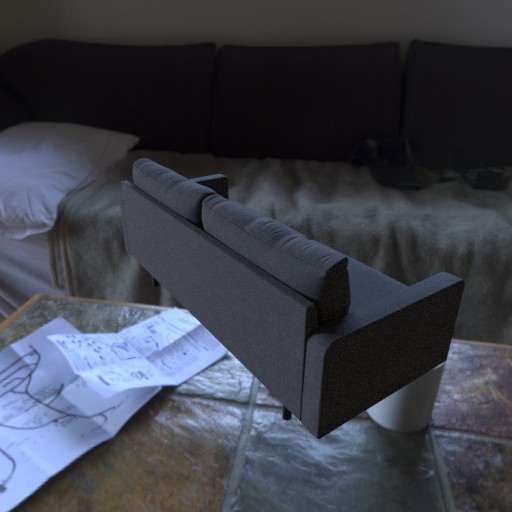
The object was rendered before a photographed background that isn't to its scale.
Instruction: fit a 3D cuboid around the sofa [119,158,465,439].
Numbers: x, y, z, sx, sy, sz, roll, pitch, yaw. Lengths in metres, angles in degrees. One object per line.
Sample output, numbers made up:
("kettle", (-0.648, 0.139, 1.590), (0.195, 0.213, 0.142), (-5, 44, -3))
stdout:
("sofa", (0.000, 0.000, 2.600), (0.880, 0.880, 2.100), (-17, 31, -31))
